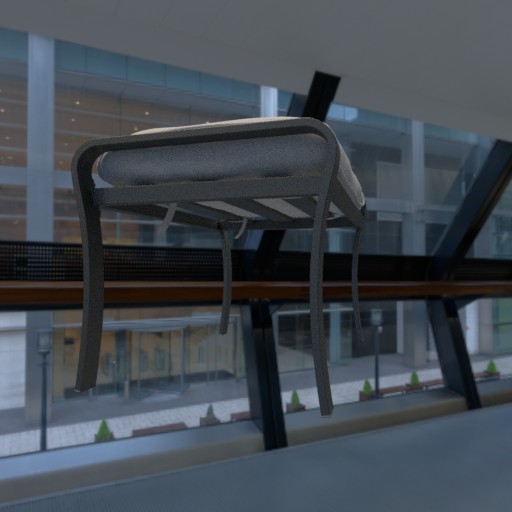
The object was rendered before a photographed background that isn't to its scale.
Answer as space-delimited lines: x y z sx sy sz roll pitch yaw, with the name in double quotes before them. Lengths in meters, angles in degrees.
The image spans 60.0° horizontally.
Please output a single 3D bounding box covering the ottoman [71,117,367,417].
"ottoman" 0.000 0.000 0.907 0.406 0.422 0.610 0 -1 17
